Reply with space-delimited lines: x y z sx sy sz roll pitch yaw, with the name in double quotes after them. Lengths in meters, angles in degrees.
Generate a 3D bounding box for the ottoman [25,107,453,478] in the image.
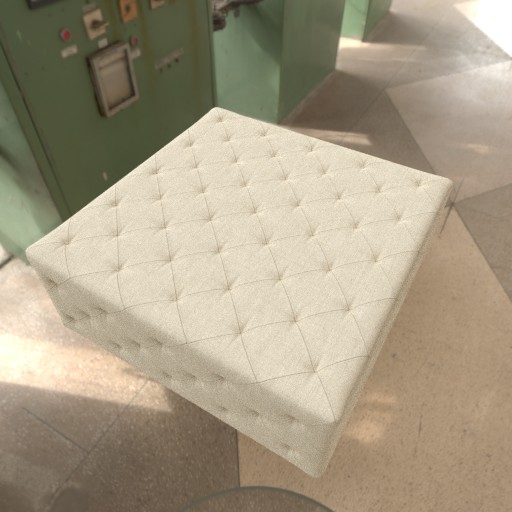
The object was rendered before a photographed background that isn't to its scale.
0.000 0.000 1.587 1.028 0.439 1.028 24 51 21 "ottoman"
